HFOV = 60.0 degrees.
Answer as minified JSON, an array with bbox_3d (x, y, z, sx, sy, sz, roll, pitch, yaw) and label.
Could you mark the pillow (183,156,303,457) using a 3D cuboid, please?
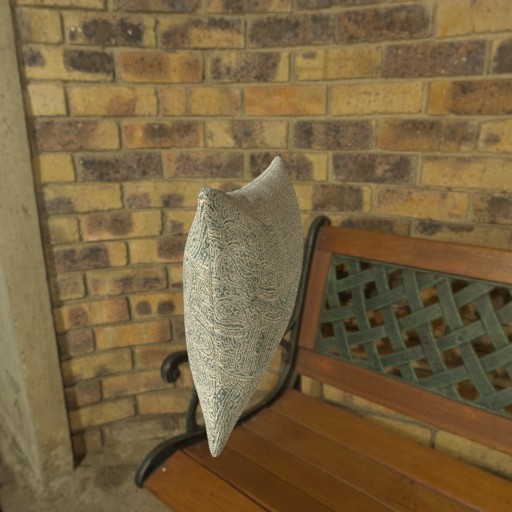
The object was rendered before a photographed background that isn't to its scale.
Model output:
[{"bbox_3d":[0.000,0.000,0.733,0.151,0.295,0.615,2,16,9],"label":"pillow"}]
